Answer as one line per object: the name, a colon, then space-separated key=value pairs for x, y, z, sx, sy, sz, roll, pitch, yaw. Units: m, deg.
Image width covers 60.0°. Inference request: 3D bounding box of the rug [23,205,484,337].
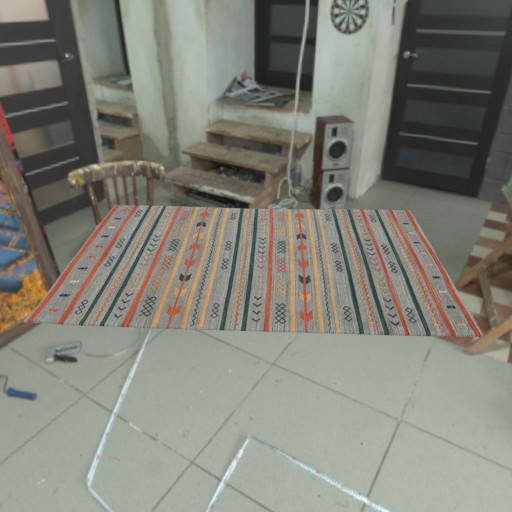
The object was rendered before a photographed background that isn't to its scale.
rug: x=0.000 y=0.000 z=2.991 sx=2.439 sy=0.029 sz=1.537 roll=1 pitch=31 yaw=2
